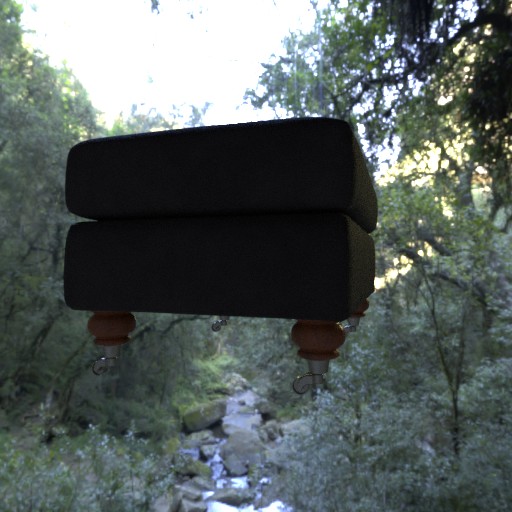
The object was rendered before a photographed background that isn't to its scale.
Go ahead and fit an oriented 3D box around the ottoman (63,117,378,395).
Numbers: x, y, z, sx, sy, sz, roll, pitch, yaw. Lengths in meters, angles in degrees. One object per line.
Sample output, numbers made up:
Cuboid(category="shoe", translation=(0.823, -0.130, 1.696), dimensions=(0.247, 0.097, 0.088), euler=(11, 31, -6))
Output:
Cuboid(category="ottoman", translation=(0.000, 0.000, 1.124), dimensions=(0.574, 0.497, 0.773), euler=(0, -1, 18))
